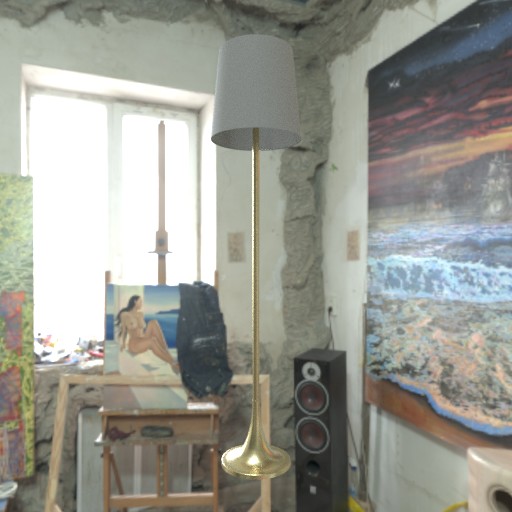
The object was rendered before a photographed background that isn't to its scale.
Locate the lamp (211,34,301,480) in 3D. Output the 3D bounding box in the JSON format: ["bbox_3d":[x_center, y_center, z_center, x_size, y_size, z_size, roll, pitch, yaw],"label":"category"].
[{"bbox_3d":[0.000,0.000,1.658,0.337,1.543,0.337,0,0,0],"label":"lamp"}]
